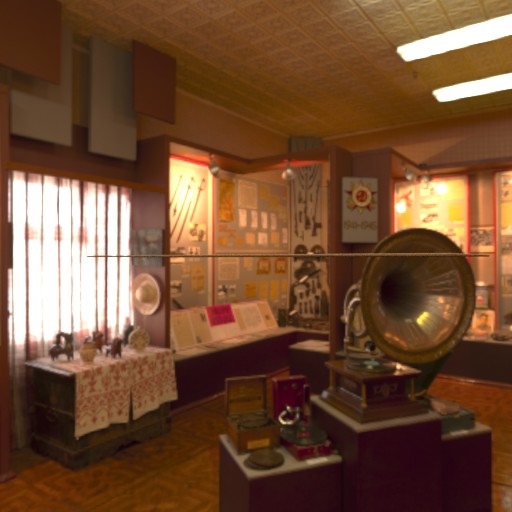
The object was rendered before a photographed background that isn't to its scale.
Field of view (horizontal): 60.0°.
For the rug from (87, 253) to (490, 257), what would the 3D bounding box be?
[{"bbox_3d":[0.000,0.000,2.715,2.448,0.012,0.769,0,0,37],"label":"rug"}]
